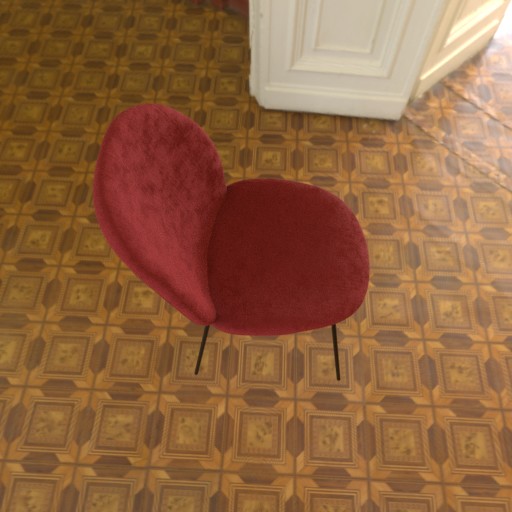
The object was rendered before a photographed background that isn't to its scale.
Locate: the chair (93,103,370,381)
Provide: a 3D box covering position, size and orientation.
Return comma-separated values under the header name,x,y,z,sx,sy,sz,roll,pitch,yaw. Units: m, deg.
name,x,y,z,sx,sy,sz,roll,pitch,yaw
chair,0.000,0.000,1.157,0.587,0.791,0.458,2,62,1
